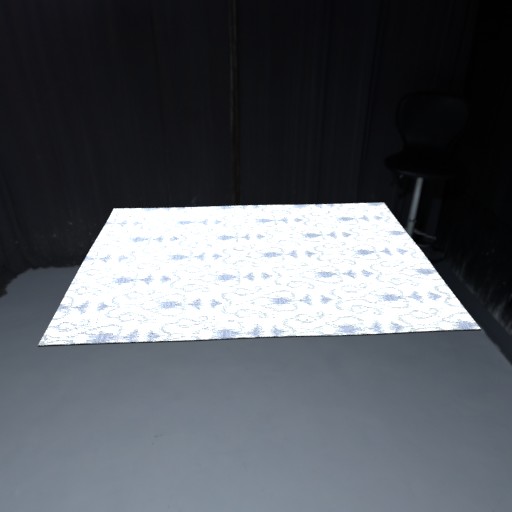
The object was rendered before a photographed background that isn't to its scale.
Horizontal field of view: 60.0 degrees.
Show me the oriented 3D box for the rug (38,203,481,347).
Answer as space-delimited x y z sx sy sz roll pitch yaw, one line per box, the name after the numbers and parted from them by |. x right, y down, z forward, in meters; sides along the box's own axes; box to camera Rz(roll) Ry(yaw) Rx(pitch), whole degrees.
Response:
0.000 0.000 2.965 2.261 0.013 1.676 -2 30 -3 | rug
